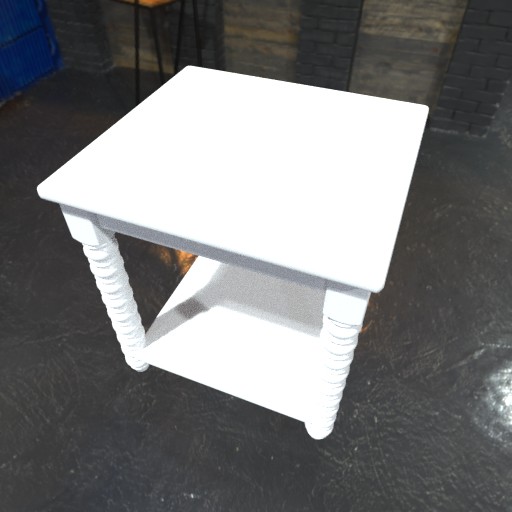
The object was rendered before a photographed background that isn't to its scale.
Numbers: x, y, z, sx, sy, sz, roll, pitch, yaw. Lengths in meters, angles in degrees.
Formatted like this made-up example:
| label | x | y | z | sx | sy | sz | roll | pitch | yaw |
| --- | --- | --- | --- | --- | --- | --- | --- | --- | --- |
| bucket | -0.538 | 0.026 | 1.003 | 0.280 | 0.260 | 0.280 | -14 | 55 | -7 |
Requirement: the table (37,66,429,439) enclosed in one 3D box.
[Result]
| label | x | y | z | sx | sy | sz | roll | pitch | yaw |
| --- | --- | --- | --- | --- | --- | --- | --- | --- | --- |
| table | 0.000 | 0.000 | 0.969 | 0.533 | 0.563 | 0.500 | 16 | 47 | 15 |
